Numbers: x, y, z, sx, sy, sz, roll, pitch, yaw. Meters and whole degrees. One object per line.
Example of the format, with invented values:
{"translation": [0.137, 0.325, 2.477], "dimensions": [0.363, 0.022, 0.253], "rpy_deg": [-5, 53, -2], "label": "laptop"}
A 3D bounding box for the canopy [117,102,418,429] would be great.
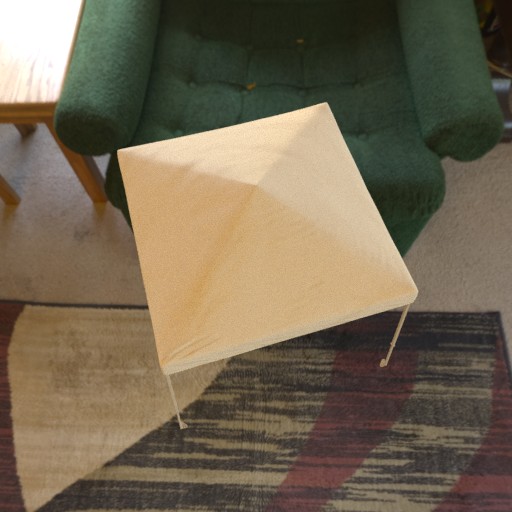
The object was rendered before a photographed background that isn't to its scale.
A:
{"translation": [0.000, 0.000, 6.471], "dimensions": [3.600, 3.600, 3.599], "rpy_deg": [-15, 66, -7], "label": "canopy"}
